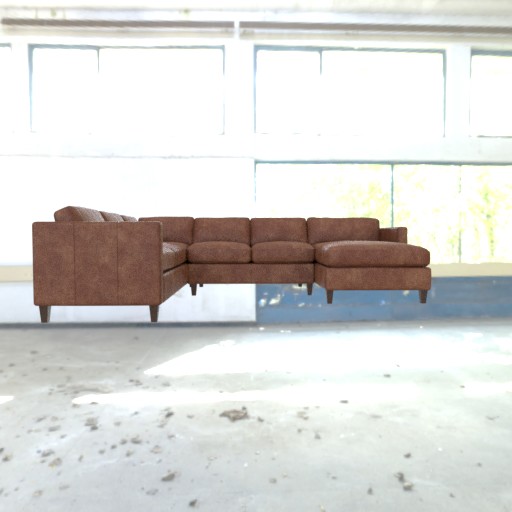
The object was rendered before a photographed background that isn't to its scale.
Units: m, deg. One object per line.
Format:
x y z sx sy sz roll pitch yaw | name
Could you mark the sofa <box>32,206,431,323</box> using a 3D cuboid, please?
0.000 0.000 4.483 3.324 0.888 2.452 0 2 -1 | sofa
